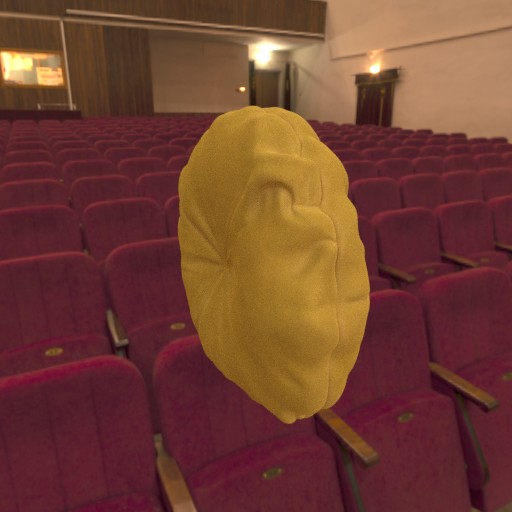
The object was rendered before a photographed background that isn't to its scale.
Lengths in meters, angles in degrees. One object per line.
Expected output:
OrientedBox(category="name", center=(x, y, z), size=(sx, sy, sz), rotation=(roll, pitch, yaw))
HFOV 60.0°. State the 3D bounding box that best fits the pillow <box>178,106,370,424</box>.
OrientedBox(category="pillow", center=(0.000, 0.000, 0.636), size=(0.148, 0.407, 0.428), rotation=(-8, 19, -25))
